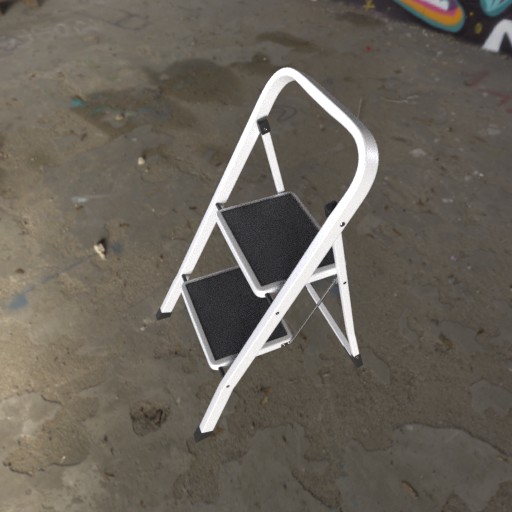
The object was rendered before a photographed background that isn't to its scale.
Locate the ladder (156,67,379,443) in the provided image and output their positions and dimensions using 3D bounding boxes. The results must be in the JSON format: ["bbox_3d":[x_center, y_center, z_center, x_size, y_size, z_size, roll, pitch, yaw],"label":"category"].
[{"bbox_3d":[0.000,0.000,1.128,0.544,0.810,0.460,-17,49,-15],"label":"ladder"}]
